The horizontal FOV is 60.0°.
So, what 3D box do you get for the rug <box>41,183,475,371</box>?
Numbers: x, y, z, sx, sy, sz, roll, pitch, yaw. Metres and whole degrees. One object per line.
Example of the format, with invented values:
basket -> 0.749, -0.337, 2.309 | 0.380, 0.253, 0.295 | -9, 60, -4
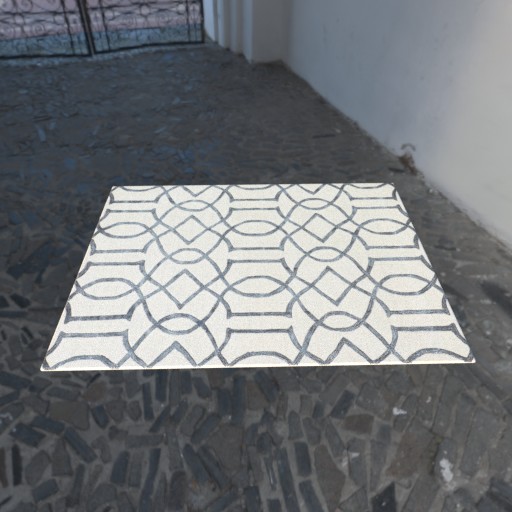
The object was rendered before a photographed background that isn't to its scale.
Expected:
rug -> 0.000, 0.000, 3.776 | 2.910, 0.021, 2.211 | -1, 42, -1
